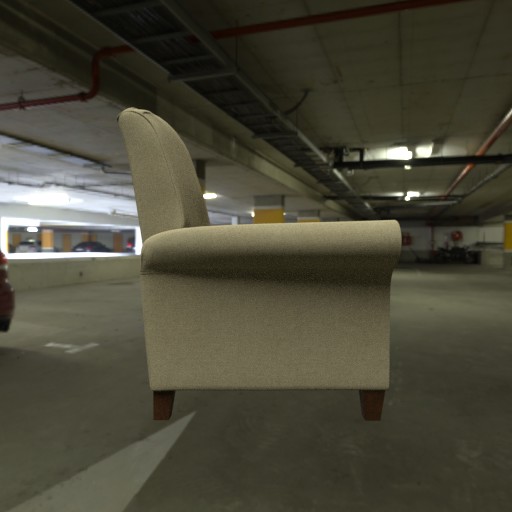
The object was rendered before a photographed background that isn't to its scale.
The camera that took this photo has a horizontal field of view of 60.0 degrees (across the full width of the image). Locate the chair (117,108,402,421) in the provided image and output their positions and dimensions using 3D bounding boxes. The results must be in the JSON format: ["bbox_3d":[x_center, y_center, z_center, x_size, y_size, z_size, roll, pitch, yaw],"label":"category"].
[{"bbox_3d":[0.000,0.000,1.791,0.905,1.061,0.978,0,1,1],"label":"chair"}]
